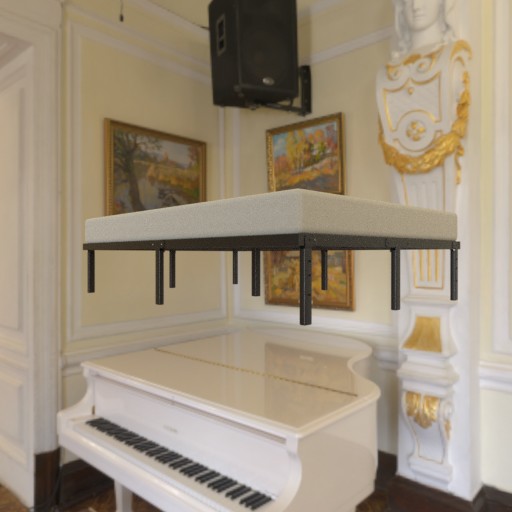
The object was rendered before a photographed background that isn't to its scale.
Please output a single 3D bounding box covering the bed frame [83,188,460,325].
[{"bbox_3d":[0.000,0.000,3.754,2.205,0.680,2.842,0,0,-36],"label":"bed frame"}]
